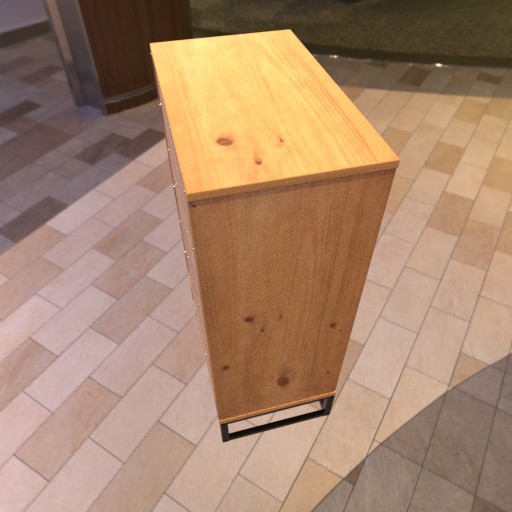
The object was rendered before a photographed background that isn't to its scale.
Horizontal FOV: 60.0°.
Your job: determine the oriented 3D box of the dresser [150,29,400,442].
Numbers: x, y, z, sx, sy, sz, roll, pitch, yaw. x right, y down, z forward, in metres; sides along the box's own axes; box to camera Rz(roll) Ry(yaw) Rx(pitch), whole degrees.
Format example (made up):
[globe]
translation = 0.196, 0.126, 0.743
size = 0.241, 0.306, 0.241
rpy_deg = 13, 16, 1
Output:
[dresser]
translation = 0.000, 0.000, 1.590
size = 0.479, 1.240, 0.761
rpy_deg = -11, 47, -10
